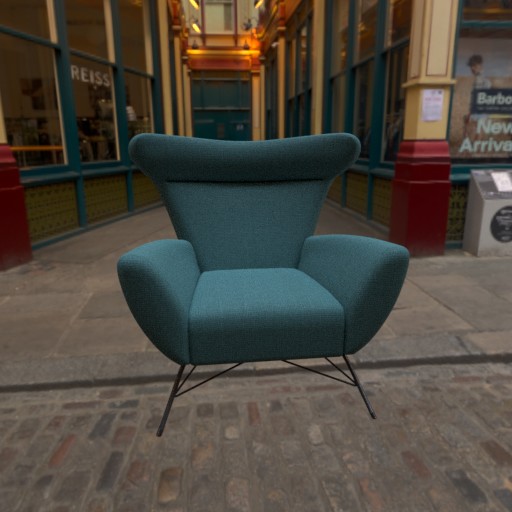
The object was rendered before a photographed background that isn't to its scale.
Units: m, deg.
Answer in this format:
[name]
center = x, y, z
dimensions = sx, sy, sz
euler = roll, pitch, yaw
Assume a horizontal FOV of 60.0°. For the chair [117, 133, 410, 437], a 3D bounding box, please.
[chair]
center = 0.000, 0.000, 1.824
dimensions = 1.050, 0.980, 0.900
euler = -2, 15, -7
